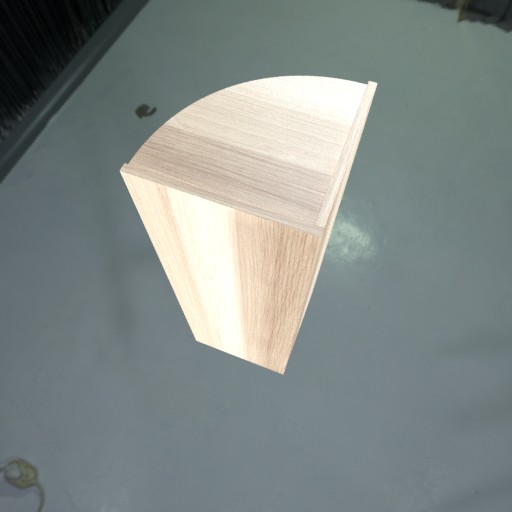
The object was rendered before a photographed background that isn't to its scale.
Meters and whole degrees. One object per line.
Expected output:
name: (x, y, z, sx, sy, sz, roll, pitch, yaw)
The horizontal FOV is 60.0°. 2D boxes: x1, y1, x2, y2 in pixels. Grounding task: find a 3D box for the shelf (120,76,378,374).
shelf: (0.000, 0.000, 1.037, 0.290, 0.872, 0.290, 19, 65, 9)
